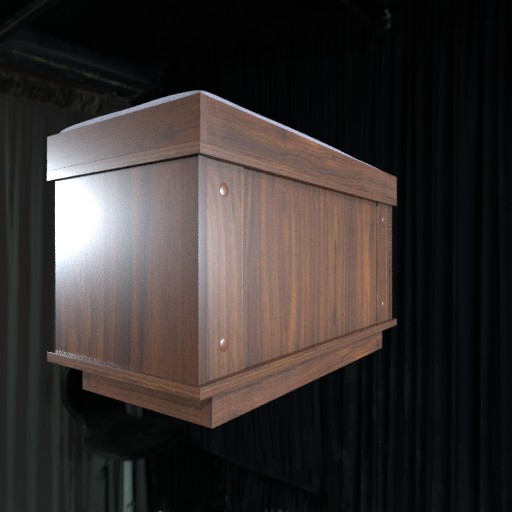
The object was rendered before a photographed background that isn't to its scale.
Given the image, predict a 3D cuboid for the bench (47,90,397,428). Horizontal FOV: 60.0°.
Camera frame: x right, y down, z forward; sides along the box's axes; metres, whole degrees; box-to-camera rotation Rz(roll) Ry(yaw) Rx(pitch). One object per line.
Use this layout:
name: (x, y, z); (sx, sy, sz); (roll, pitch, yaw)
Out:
bench: (0.000, 0.000, 0.947); (0.362, 0.461, 0.734); (0, 0, 36)
